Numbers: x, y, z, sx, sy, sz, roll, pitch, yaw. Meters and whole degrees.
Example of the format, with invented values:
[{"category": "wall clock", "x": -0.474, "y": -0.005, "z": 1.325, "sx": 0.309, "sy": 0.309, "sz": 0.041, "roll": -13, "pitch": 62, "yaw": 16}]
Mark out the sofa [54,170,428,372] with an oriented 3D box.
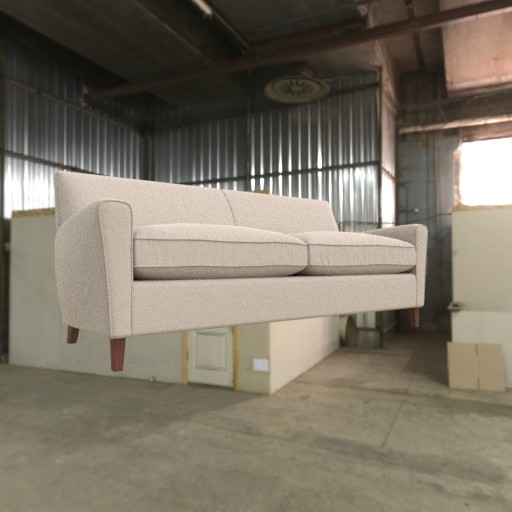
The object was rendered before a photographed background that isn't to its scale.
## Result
[{"category": "sofa", "x": 0.000, "y": 0.000, "z": 2.449, "sx": 2.000, "sy": 0.846, "sz": 0.875, "roll": 0, "pitch": -1, "yaw": -36}]
